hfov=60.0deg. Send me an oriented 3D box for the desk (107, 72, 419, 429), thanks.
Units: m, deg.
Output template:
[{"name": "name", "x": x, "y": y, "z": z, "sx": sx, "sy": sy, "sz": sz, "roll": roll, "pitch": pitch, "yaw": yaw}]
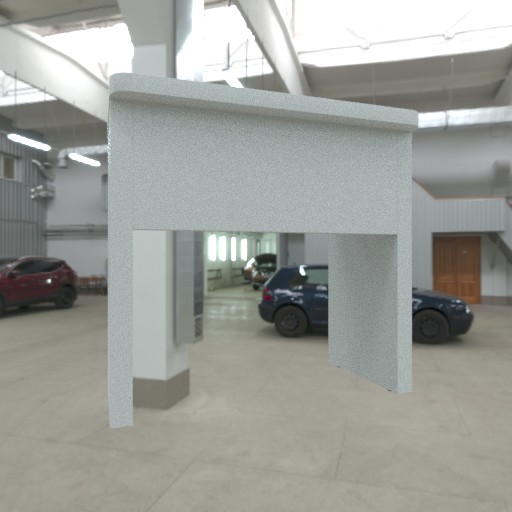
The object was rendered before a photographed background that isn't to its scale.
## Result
[{"name": "desk", "x": 0.000, "y": 0.000, "z": 1.247, "sx": 0.790, "sy": 0.760, "sz": 0.446, "roll": 0, "pitch": 0, "yaw": -19}]
